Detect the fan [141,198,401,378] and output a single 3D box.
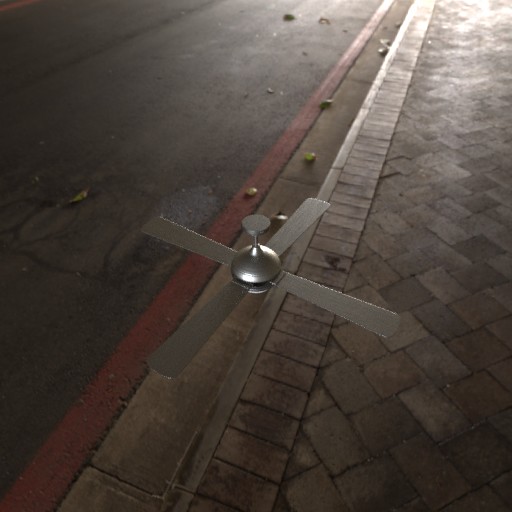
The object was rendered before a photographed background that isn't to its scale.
[{"bbox_3d":[0.000,0.000,2.057,1.321,0.381,1.321,-26,47,-27],"label":"fan"}]
